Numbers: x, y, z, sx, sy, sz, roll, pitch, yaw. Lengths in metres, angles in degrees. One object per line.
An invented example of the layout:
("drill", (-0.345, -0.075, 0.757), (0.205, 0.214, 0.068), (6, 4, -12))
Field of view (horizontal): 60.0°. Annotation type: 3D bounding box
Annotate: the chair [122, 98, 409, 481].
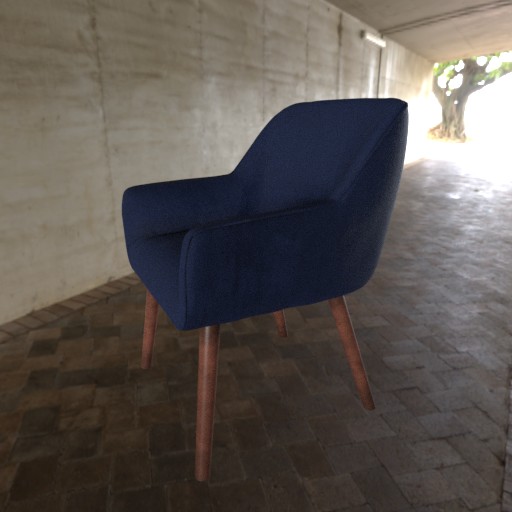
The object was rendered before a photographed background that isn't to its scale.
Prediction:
("chair", (0.000, 0.000, 1.215), (0.600, 0.820, 0.600), (-9, 19, -26))
